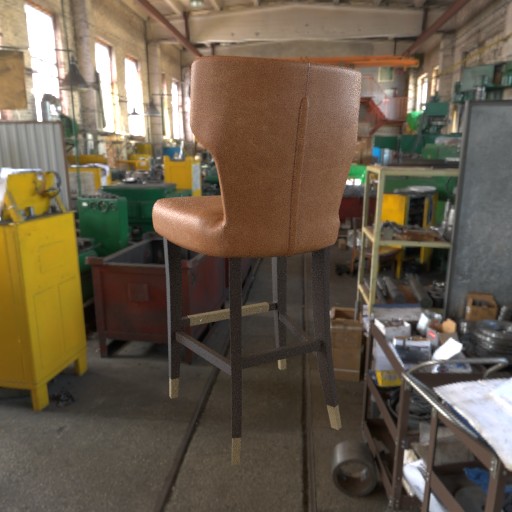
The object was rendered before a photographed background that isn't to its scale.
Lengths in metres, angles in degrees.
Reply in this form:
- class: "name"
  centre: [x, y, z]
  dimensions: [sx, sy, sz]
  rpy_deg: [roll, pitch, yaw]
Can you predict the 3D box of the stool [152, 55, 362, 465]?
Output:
- class: "stool"
  centre: [0.000, 0.000, 1.416]
  dimensions: [0.526, 1.092, 0.563]
  rpy_deg: [-7, 15, -27]
